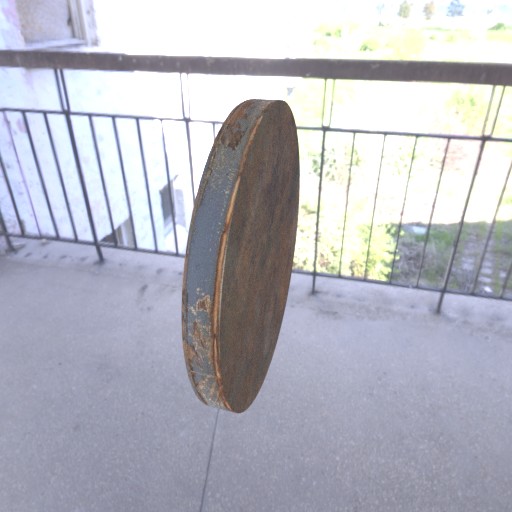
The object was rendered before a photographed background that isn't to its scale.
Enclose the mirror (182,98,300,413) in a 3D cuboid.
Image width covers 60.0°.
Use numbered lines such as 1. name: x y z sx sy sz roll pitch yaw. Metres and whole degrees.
1. mirror: 0.000 0.000 0.874 0.061 0.585 0.585 8 31 14
